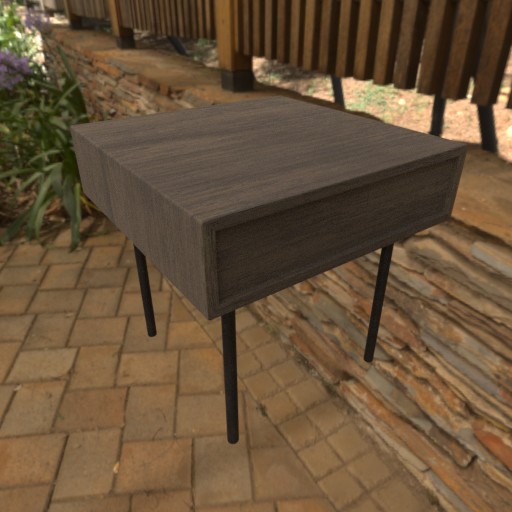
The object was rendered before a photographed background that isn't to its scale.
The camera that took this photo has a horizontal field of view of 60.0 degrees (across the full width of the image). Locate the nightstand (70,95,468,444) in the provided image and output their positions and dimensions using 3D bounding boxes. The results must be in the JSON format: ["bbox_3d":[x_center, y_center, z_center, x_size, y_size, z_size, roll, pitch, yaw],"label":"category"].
[{"bbox_3d":[0.000,0.000,0.904,0.502,0.497,0.503,-20,36,-30],"label":"nightstand"}]
